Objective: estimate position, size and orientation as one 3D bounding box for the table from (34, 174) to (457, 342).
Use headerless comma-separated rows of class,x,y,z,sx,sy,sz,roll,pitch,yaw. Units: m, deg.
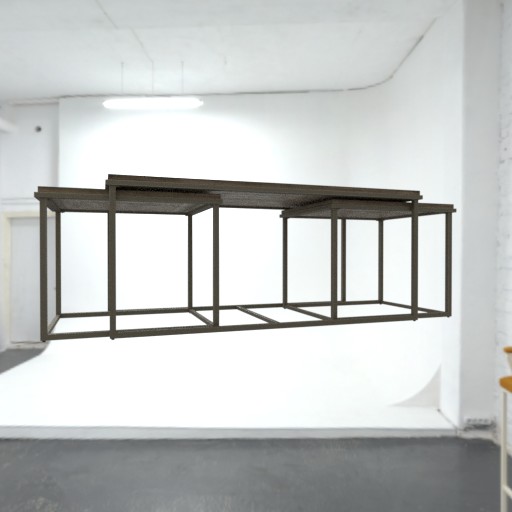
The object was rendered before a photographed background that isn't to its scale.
table,0.000,0.000,1.516,1.312,0.427,0.489,0,1,-19
